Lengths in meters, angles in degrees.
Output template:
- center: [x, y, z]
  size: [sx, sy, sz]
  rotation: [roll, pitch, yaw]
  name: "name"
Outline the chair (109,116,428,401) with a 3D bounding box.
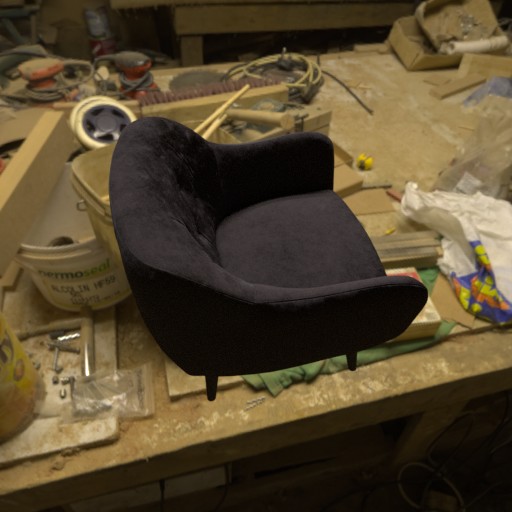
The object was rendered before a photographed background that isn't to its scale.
- center: [0.000, 0.000, 1.533]
  size: [0.819, 0.807, 0.840]
  rotation: [-9, 46, -9]
  name: "chair"
